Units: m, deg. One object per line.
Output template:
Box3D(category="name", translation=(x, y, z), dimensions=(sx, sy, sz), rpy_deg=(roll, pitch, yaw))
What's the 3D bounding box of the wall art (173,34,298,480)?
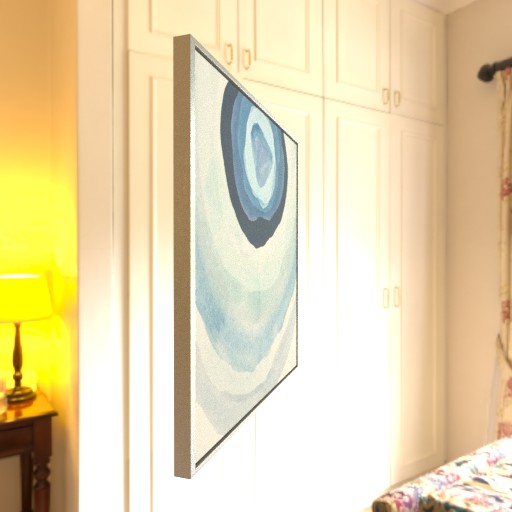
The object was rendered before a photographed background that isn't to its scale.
Box3D(category="wall art", translation=(0.000, 0.000, 1.189), dimensions=(0.038, 0.807, 0.809), rpy_deg=(0, 0, 19))
